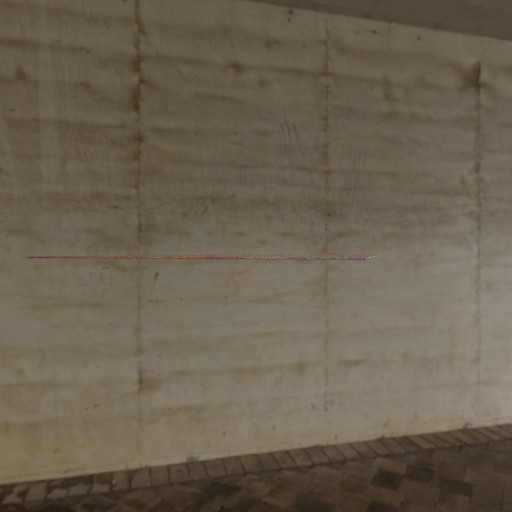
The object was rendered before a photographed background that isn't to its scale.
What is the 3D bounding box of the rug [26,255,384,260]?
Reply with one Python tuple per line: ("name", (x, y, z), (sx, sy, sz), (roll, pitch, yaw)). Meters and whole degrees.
("rug", (0.000, 0.000, 3.748), (2.007, 0.013, 2.896), (0, 0, 18))
